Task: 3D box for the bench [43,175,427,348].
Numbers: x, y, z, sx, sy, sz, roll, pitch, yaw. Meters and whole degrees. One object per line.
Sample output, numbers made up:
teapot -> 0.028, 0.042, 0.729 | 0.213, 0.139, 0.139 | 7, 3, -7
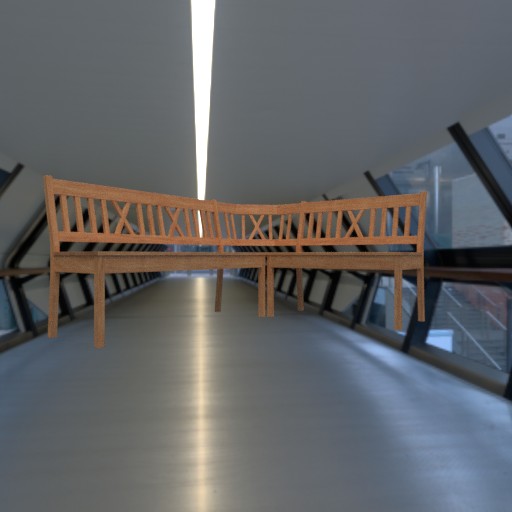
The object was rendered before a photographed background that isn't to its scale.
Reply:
bench -> 0.000, 0.000, 2.799 | 1.537, 0.902, 1.937 | 0, 0, 37
